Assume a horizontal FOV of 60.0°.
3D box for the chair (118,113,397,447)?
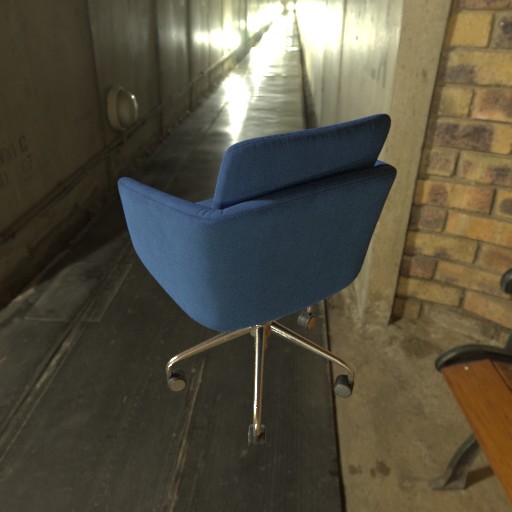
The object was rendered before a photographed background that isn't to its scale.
[{"bbox_3d":[0.000,0.000,1.344,0.641,0.908,0.635,-19,36,-28],"label":"chair"}]
